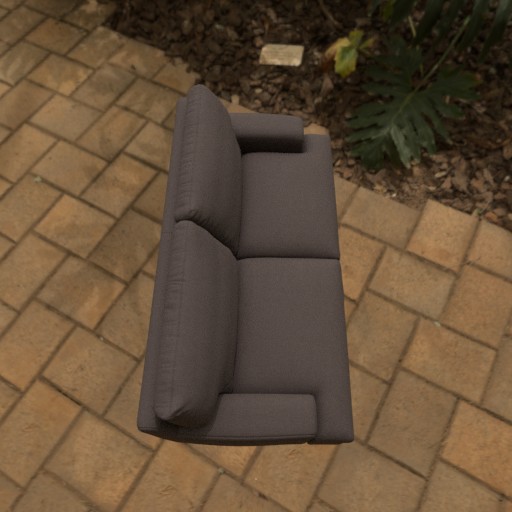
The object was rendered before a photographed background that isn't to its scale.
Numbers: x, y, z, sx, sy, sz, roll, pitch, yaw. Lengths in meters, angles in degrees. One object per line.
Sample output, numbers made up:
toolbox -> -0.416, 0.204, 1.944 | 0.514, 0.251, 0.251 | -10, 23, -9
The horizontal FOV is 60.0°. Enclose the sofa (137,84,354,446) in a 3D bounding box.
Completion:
sofa -> 0.000, 0.000, 2.886 | 1.140, 0.950, 2.271 | 1, 63, 0
